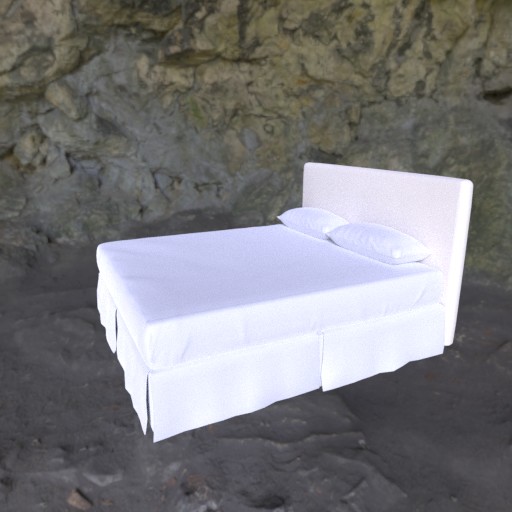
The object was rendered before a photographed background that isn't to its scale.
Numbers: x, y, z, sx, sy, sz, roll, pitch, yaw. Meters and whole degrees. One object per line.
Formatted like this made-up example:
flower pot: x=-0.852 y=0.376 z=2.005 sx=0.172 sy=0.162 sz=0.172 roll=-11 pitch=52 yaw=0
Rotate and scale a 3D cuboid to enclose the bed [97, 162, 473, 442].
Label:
bed: x=0.000 y=0.000 z=3.577 sx=2.341 sy=1.317 sz=2.119 roll=-8 pitch=17 yaw=-25
